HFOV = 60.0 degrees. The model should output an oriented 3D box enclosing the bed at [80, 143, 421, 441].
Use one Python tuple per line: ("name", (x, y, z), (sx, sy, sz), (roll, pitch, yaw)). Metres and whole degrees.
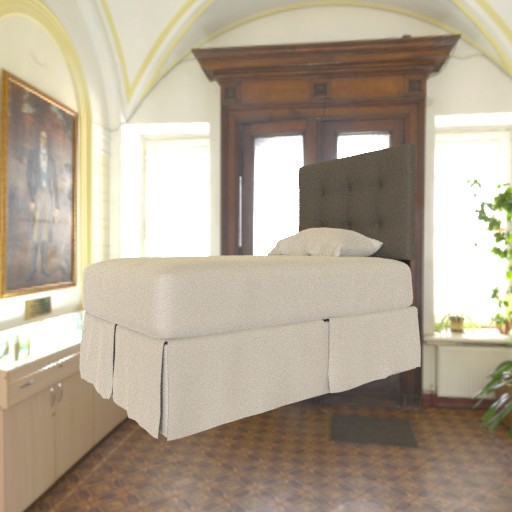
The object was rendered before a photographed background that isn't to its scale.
("bed", (0.000, 0.000, 2.958), (1.997, 1.571, 1.261), (-1, 1, -38))
